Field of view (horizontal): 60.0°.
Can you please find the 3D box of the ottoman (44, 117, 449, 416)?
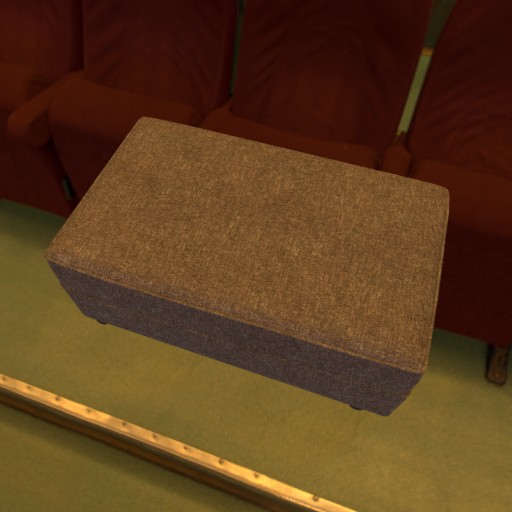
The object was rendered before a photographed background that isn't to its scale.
[{"bbox_3d":[0.000,0.000,1.583,1.184,0.487,0.717,16,59,10],"label":"ottoman"}]
